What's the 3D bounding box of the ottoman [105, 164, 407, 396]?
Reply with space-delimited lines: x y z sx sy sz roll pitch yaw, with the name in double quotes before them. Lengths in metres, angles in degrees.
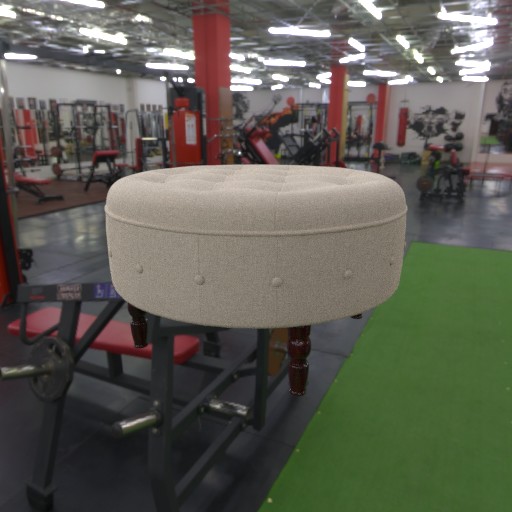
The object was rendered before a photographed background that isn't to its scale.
"ottoman" 0.000 0.000 1.351 0.848 0.494 0.848 0 16 0
